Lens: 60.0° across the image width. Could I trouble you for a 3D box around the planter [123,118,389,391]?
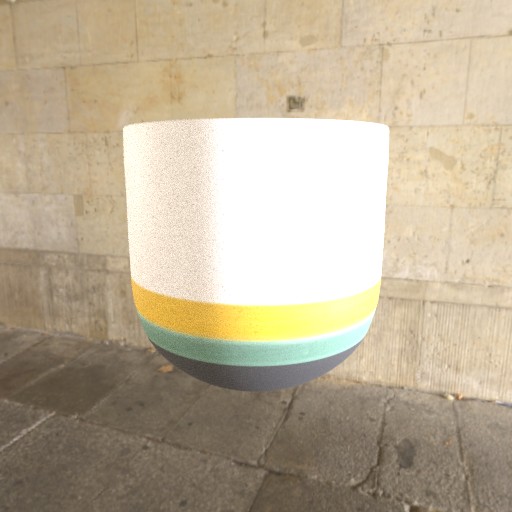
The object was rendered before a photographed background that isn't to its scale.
[{"bbox_3d":[0.000,0.000,0.490,0.268,0.270,0.268,0,12,0],"label":"planter"}]
